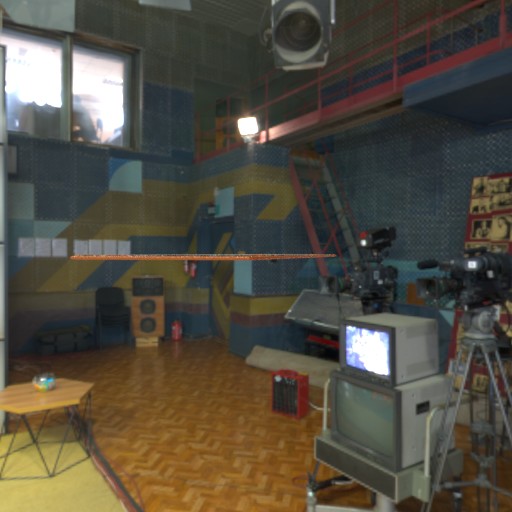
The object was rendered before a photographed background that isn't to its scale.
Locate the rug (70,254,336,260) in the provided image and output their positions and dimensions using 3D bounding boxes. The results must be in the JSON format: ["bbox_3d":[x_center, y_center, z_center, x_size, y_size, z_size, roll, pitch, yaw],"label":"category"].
[{"bbox_3d":[0.000,0.000,2.507,0.651,0.016,2.274,0,0,17],"label":"rug"}]
